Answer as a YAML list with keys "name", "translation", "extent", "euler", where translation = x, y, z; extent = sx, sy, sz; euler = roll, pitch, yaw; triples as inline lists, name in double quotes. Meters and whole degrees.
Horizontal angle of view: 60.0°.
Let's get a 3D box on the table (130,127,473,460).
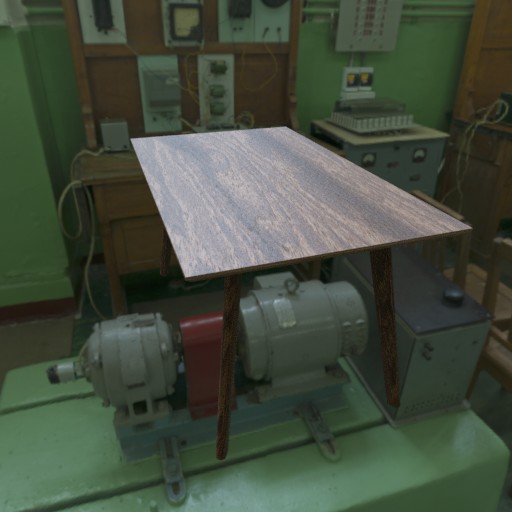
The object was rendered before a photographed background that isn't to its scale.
- name: "table"
  translation: [0.000, 0.000, 1.842]
  extent: [0.801, 0.724, 1.349]
  euler: [-9, 30, -17]
